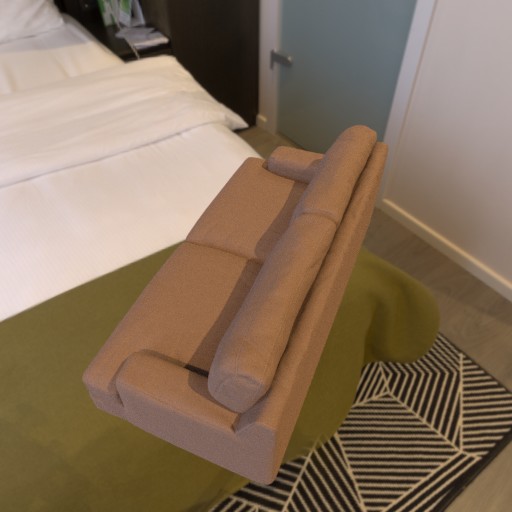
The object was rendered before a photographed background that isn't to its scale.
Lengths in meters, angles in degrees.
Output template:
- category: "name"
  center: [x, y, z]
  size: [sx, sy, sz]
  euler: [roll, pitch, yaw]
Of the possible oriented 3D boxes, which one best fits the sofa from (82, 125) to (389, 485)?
- category: "sofa"
  center: [0.000, 0.000, 2.835]
  size: [1.140, 0.950, 2.274]
  euler: [17, 49, 16]
